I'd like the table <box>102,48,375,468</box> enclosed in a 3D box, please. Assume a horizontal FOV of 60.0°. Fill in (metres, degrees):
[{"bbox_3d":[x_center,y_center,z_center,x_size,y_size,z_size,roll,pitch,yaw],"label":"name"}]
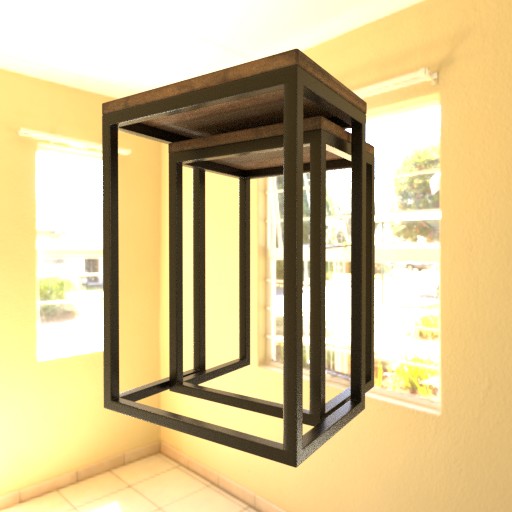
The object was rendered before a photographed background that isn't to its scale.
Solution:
[{"bbox_3d":[0.000,0.000,0.953,0.456,0.615,0.460,1,1,36],"label":"table"}]
